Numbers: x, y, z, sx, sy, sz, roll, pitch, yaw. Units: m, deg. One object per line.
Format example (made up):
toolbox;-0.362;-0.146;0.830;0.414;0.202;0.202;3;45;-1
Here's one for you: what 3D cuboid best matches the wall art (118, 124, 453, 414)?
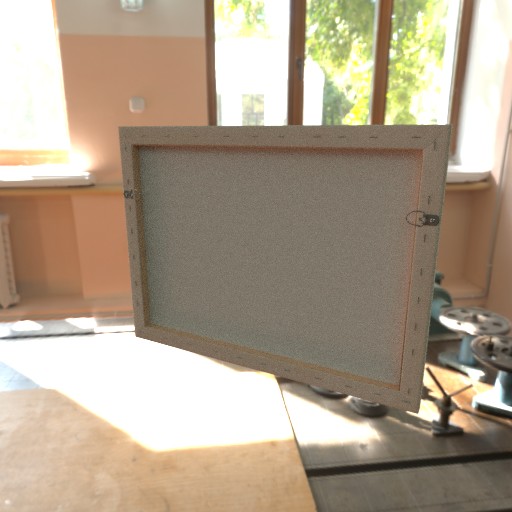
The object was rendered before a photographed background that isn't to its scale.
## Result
wall art;0.000;0.000;1.616;1.219;0.912;0.042;8;18;27
